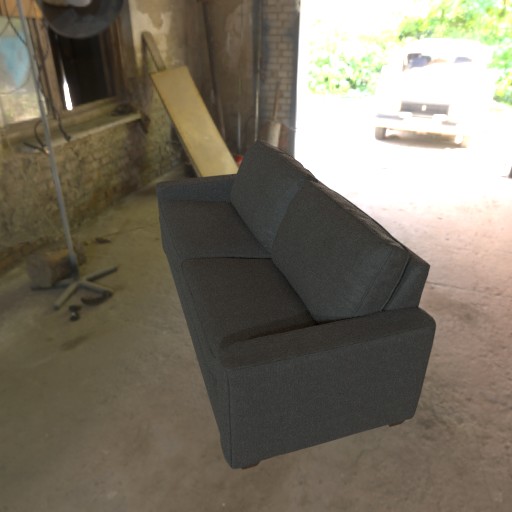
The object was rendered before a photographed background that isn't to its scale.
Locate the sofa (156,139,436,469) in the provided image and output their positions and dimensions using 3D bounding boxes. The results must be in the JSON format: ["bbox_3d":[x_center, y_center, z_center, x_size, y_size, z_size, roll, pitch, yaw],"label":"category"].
[{"bbox_3d":[0.000,0.000,2.592,0.940,0.919,2.080,-9,30,-16],"label":"sofa"}]
